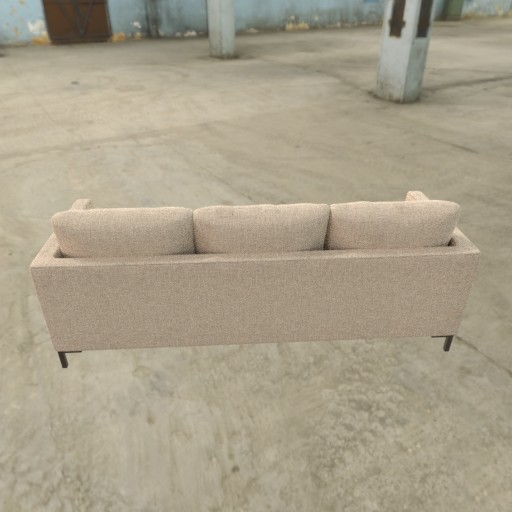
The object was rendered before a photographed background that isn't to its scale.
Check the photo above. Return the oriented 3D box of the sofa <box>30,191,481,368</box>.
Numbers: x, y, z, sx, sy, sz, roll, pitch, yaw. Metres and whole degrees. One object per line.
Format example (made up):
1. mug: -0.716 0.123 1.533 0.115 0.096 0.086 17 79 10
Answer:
1. sofa: 0.000 0.000 2.622 2.218 0.874 0.859 -2 31 -3
